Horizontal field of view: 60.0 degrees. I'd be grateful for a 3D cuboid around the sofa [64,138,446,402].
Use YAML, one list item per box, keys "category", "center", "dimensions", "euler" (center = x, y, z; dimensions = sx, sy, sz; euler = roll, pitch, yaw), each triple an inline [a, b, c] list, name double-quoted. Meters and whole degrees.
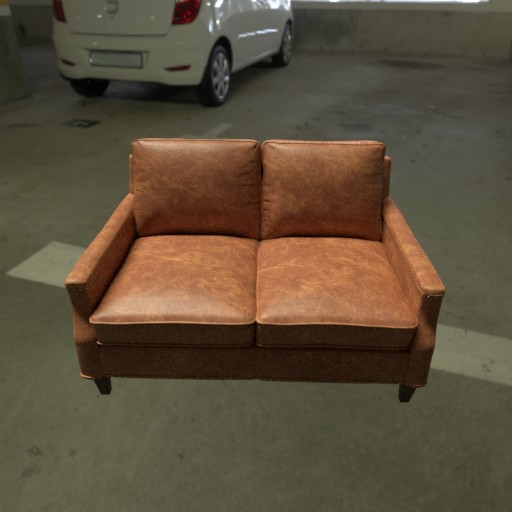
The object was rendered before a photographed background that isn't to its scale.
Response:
- category: "sofa"
  center: [0.000, 0.000, 2.285]
  dimensions: [1.597, 1.003, 1.084]
  euler: [1, 32, 2]
